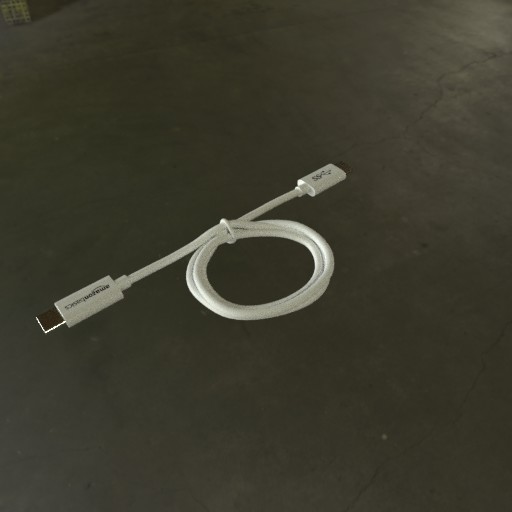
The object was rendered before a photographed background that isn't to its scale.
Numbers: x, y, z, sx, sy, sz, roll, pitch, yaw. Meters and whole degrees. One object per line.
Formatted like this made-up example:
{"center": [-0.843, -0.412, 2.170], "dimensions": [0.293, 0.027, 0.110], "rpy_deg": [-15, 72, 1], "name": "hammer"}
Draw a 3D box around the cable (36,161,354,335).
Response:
{"center": [0.000, 0.000, 0.209], "dimensions": [0.186, 0.014, 0.070], "rpy_deg": [-30, 53, -27], "name": "cable"}
